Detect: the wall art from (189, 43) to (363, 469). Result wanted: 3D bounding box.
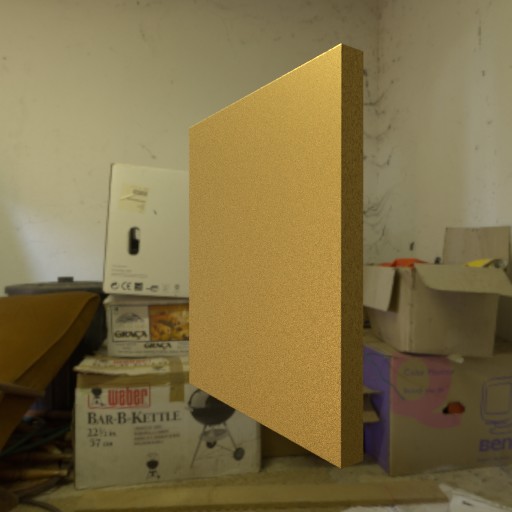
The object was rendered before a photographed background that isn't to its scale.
[{"bbox_3d":[0.000,0.000,0.904,0.048,0.642,0.537,0,0,-34],"label":"wall art"}]
